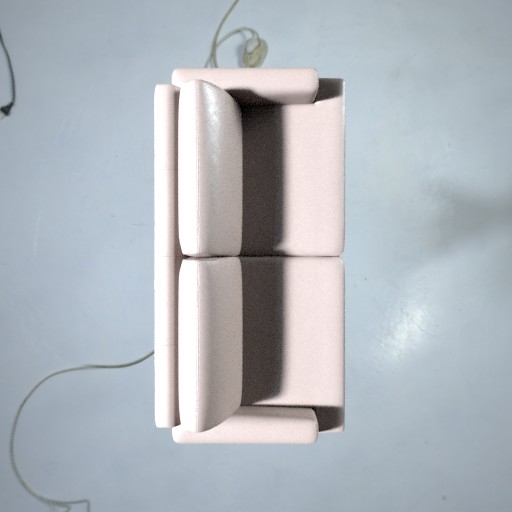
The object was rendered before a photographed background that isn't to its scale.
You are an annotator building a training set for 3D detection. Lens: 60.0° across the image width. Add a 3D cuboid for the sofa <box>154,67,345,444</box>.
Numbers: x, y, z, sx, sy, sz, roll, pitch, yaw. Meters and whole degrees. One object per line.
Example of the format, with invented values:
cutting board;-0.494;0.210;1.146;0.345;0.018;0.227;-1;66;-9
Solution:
sofa;0.000;0.000;2.392;0.974;0.765;1.940;0;90;0
